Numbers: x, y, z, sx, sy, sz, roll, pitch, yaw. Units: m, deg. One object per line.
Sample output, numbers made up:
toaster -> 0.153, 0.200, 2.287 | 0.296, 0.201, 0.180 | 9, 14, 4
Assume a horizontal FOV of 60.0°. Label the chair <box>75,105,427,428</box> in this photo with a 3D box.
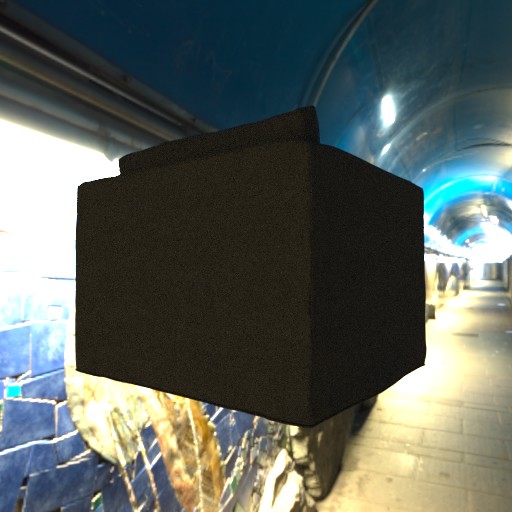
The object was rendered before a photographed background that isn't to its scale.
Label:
chair -> 0.000, 0.000, 1.726 | 1.057, 0.863, 0.949 | -1, -2, 37
